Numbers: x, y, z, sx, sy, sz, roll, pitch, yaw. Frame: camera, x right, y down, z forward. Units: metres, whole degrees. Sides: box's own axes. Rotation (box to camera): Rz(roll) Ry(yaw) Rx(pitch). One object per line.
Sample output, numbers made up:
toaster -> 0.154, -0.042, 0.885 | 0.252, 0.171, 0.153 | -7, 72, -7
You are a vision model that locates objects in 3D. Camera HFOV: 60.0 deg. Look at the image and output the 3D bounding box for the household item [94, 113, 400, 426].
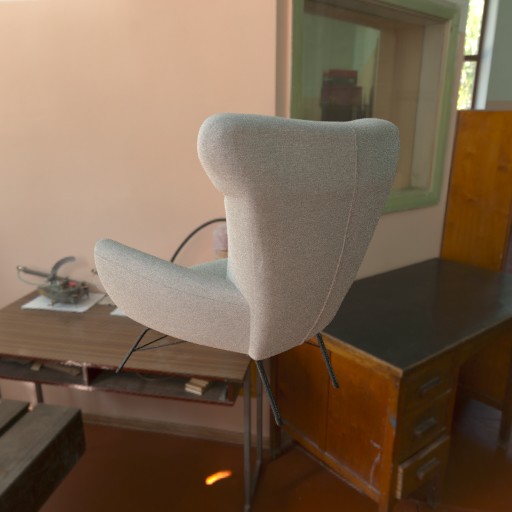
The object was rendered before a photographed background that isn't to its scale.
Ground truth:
household item -> 0.000, 0.000, 1.763 | 0.900, 1.050, 0.980 | 15, 22, 42
